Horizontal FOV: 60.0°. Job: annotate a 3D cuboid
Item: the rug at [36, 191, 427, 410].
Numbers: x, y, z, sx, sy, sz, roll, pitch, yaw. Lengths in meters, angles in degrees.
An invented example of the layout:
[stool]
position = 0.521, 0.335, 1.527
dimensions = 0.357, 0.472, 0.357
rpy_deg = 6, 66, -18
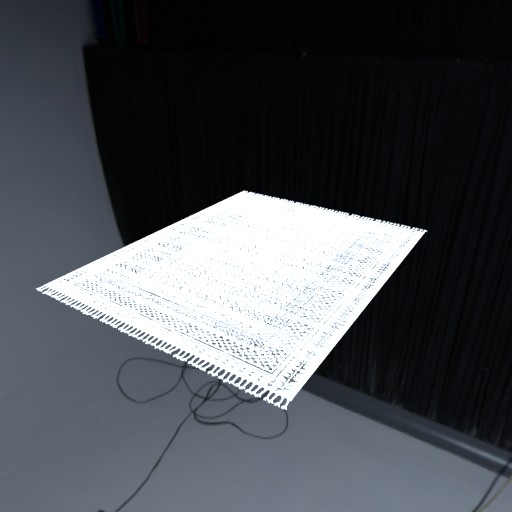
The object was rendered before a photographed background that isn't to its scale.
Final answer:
[rug]
position = 0.000, 0.000, 4.060
dimensions = 2.312, 0.013, 2.940
rpy_deg = 17, 31, 29
